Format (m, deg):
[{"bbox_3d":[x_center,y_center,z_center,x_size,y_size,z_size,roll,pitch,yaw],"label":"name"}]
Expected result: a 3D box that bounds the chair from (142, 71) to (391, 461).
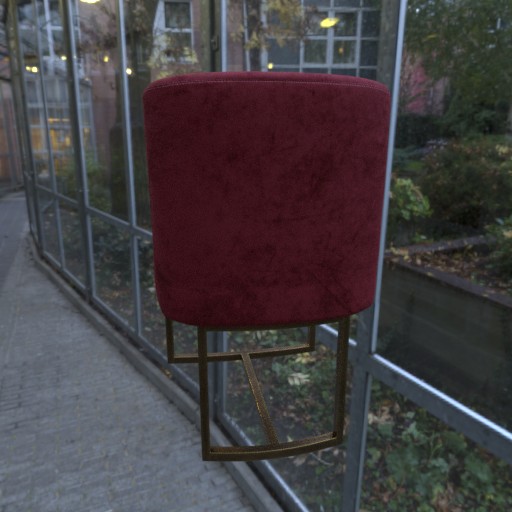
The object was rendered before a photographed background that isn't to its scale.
[{"bbox_3d":[0.000,0.000,1.148,0.530,0.824,0.560,-3,15,-10],"label":"chair"}]
